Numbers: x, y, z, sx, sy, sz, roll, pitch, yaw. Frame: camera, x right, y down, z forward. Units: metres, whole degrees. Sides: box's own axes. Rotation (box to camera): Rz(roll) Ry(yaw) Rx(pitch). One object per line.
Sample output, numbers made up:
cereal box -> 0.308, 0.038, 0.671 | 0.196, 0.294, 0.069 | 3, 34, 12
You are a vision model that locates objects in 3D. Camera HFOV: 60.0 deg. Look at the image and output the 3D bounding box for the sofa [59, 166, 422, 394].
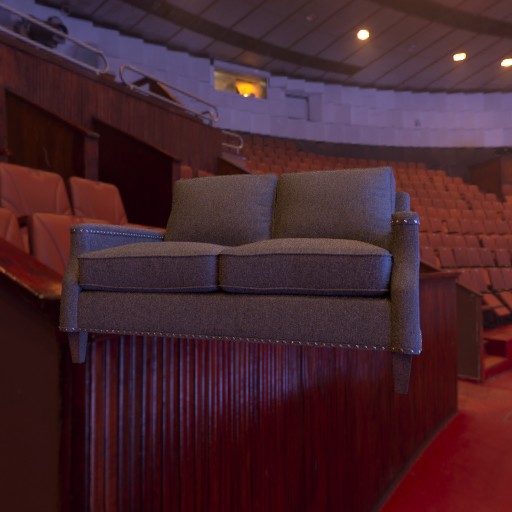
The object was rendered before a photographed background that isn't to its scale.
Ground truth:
sofa -> 0.000, 0.000, 2.297 | 1.597, 1.003, 1.084 | 0, -1, 19
